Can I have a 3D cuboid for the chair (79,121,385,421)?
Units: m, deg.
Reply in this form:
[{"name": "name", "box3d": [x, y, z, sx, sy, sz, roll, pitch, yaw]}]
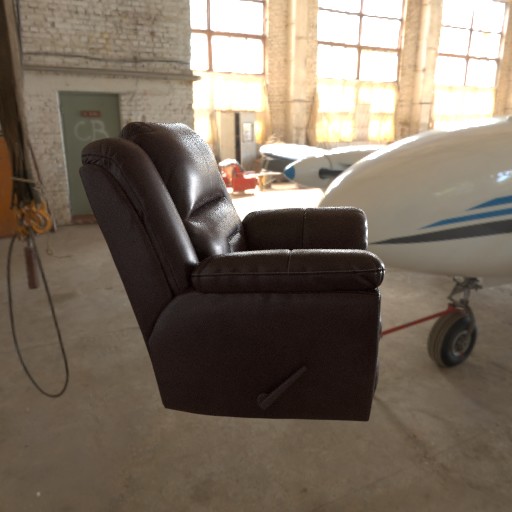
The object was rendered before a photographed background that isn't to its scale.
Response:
[{"name": "chair", "box3d": [0.000, 0.000, 1.887, 1.041, 1.093, 0.990, 3, 16, 9]}]
